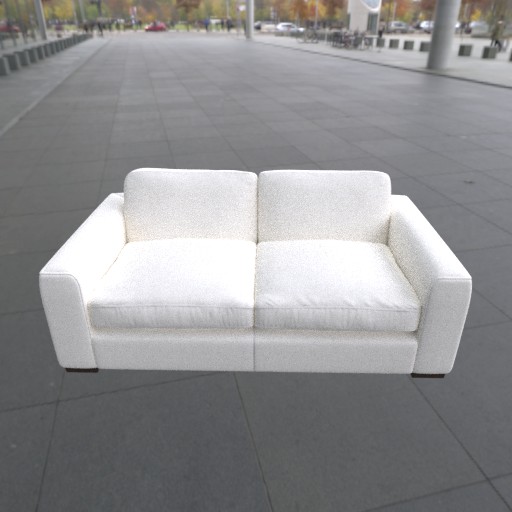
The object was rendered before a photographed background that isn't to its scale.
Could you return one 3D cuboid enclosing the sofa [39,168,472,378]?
[{"bbox_3d":[0.000,0.000,2.432,1.920,0.801,1.069,1,28,1],"label":"sofa"}]
